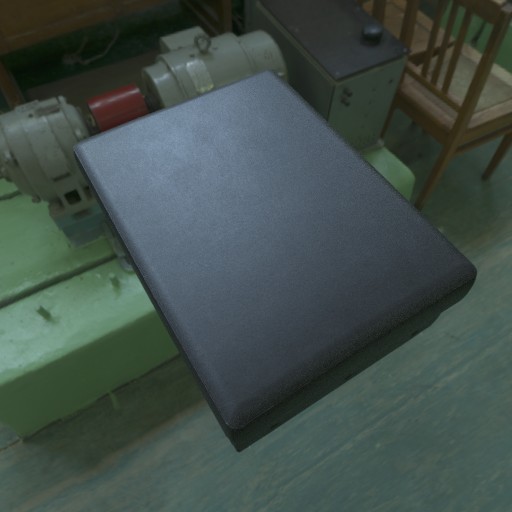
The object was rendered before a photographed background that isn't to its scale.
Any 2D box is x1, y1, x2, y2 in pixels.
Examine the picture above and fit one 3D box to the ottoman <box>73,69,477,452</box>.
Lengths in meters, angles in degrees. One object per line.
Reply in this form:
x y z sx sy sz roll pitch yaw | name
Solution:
0.000 0.000 1.161 0.590 0.498 0.795 -28 62 -16 | ottoman
